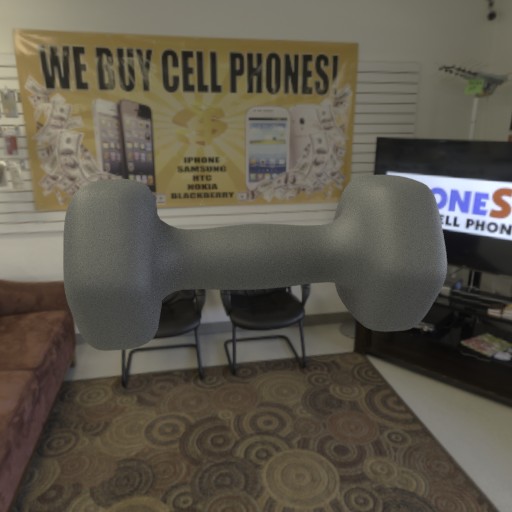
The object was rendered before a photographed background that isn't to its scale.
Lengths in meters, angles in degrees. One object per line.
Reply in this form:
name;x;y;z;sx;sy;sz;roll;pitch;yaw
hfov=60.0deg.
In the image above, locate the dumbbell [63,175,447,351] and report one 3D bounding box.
dumbbell;0.000;0.000;0.305;0.240;0.105;0.116;-2;16;-7
